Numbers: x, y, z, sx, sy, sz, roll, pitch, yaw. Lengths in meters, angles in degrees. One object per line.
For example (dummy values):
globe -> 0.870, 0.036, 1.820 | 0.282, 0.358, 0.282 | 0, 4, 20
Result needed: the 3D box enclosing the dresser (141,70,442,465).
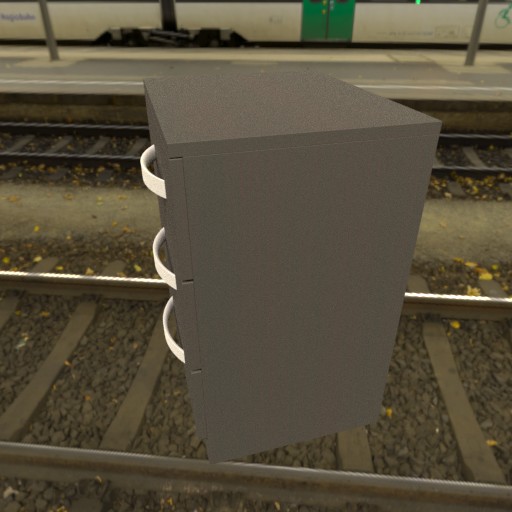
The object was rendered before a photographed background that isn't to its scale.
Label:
dresser -> 0.000, 0.000, 0.809 | 0.360, 0.560, 0.400 | -8, 32, -13
